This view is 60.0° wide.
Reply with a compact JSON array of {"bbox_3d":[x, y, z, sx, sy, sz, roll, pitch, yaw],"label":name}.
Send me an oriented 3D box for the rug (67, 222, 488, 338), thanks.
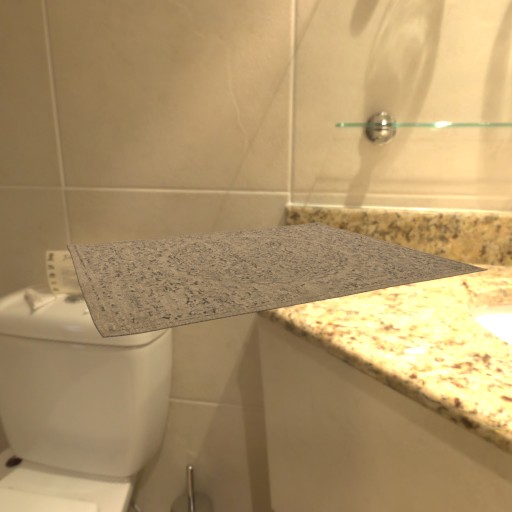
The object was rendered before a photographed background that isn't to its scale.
[{"bbox_3d":[0.000,0.000,3.879,2.925,0.026,2.343,-7,16,-25],"label":"rug"}]
